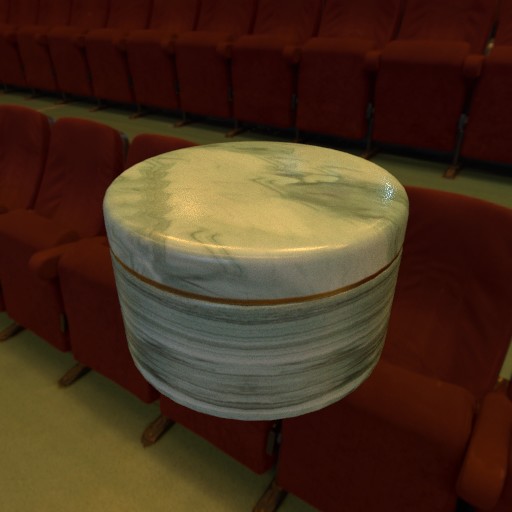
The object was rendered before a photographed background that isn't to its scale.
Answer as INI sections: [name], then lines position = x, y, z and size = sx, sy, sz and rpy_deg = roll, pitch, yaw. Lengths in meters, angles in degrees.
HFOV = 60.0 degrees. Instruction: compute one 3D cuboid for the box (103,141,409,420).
[box]
position = 0.000, 0.000, 0.166
size = 0.101, 0.063, 0.101
rpy_deg = 0, 30, 0
